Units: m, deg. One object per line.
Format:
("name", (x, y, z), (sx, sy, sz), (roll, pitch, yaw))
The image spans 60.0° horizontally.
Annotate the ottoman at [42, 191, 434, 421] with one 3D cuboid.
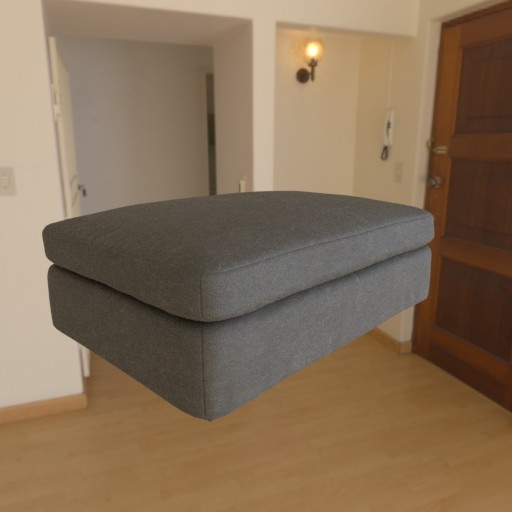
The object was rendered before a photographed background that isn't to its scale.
("ottoman", (0.000, 0.000, 1.594), (0.840, 0.429, 1.199), (13, 19, 42))
